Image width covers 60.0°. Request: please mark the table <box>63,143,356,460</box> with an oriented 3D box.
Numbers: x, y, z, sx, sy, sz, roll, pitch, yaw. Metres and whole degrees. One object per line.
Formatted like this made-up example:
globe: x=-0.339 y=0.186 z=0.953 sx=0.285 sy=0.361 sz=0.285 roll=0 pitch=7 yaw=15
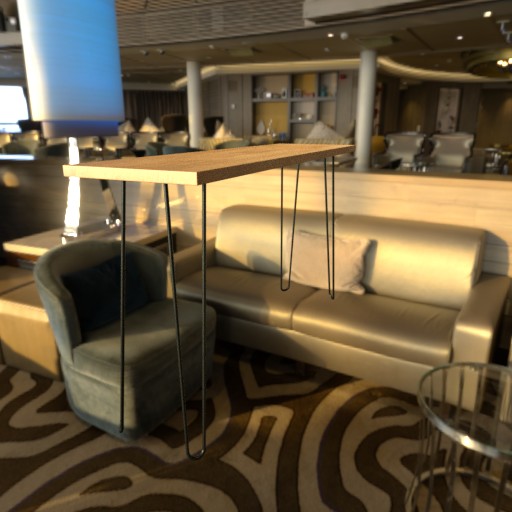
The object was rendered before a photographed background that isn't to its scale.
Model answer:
table: x=0.000 y=0.000 z=1.744 sx=0.399 sy=0.799 sz=1.400 roll=8 pitch=18 yaw=25
